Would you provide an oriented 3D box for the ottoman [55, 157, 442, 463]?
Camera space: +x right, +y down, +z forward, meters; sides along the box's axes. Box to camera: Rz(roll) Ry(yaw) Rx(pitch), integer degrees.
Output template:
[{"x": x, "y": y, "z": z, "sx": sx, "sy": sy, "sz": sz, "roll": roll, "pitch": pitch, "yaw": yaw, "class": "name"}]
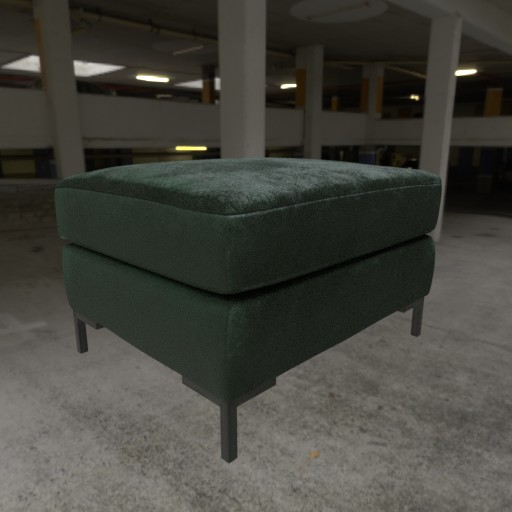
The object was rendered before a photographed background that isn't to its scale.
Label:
[{"x": 0.000, "y": 0.000, "z": 1.259, "sx": 0.701, "sy": 0.538, "sz": 0.839, "roll": 14, "pitch": 20, "yaw": 43, "class": "ottoman"}]
